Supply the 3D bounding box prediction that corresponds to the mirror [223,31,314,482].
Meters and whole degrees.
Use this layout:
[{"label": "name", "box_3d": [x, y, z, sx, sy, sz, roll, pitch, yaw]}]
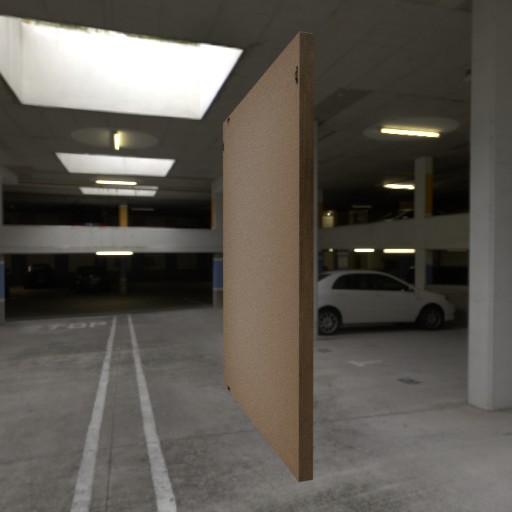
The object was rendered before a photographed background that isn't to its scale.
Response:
[{"label": "mirror", "box_3d": [0.000, 0.000, 1.367, 0.041, 1.016, 0.762, 0, 1, -17]}]
